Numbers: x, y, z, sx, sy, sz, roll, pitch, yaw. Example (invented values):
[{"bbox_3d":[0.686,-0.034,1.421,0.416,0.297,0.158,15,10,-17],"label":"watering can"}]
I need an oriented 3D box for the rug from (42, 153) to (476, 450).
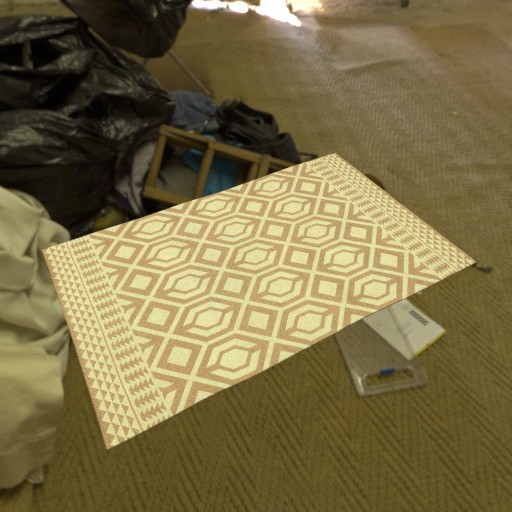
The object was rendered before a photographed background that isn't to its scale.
[{"bbox_3d":[0.000,0.000,2.920,2.435,0.011,1.526,-22,49,-21],"label":"rug"}]
